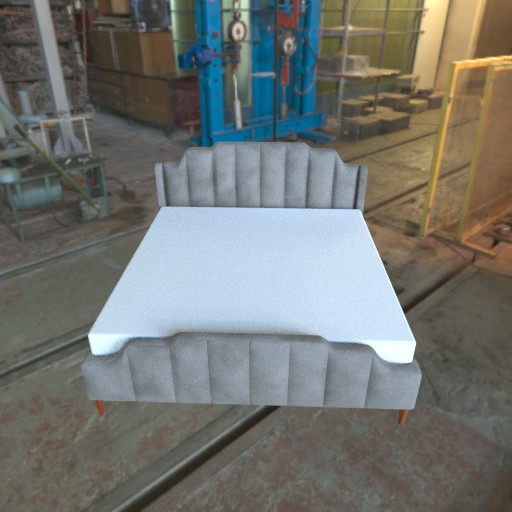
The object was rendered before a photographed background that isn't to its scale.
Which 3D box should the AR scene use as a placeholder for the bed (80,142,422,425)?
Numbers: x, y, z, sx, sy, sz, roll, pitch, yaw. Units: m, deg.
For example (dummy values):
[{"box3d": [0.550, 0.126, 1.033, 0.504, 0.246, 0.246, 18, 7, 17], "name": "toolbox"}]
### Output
[{"box3d": [0.000, 0.000, 3.574, 2.074, 1.245, 2.340, 1, 29, 2], "name": "bed"}]
